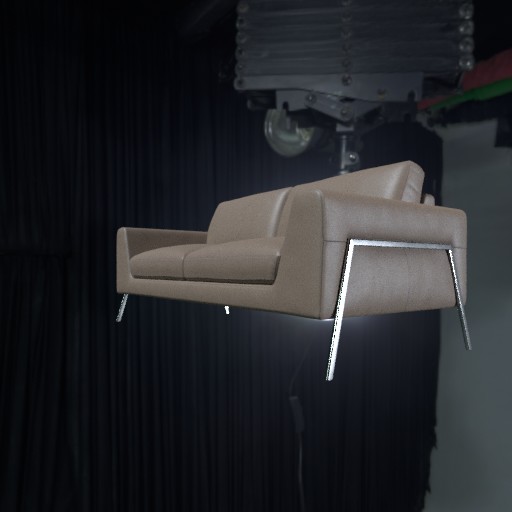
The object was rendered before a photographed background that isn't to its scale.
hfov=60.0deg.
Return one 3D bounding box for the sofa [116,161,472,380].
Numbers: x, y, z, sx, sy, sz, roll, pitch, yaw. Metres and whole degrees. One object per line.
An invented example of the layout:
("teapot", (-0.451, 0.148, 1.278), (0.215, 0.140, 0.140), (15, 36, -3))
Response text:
("sofa", (0.000, 0.000, 2.542), (0.953, 0.875, 2.017), (1, -2, -37))
